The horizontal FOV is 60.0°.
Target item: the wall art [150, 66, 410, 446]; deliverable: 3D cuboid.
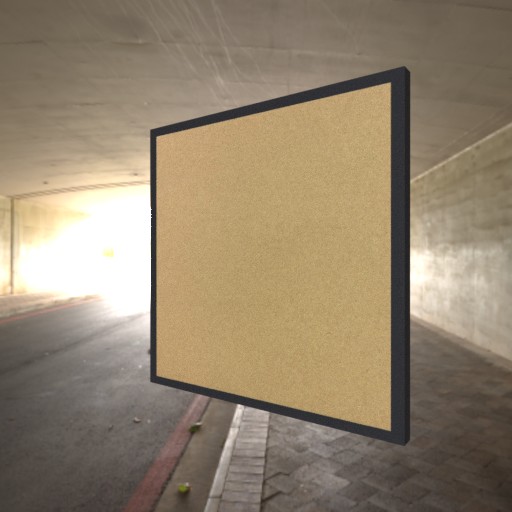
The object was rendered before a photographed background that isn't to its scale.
[{"bbox_3d":[0.000,0.000,1.125,0.762,0.760,0.037,0,0,36],"label":"wall art"}]
